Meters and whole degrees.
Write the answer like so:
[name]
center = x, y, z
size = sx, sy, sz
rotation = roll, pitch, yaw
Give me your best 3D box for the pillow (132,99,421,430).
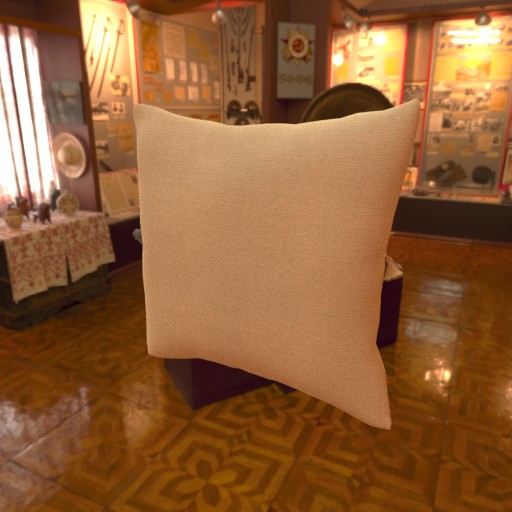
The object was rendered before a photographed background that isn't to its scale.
[pillow]
center = 0.000, 0.000, 0.734
size = 0.489, 0.481, 0.165
rotation = 9, 20, 27
